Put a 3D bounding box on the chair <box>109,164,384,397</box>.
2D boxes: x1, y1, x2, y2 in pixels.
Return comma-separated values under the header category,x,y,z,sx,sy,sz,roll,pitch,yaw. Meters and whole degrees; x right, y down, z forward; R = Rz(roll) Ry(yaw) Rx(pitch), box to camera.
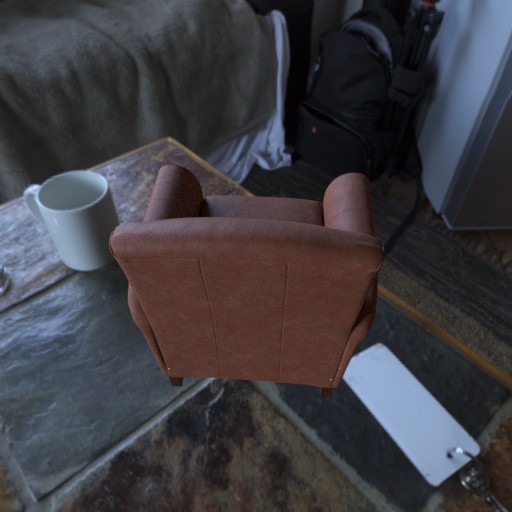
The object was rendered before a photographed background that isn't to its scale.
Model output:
category,x,y,z,sx,sy,sz,roll,pitch,yaw
chair,0.000,0.000,1.806,0.978,1.061,0.902,3,47,3
